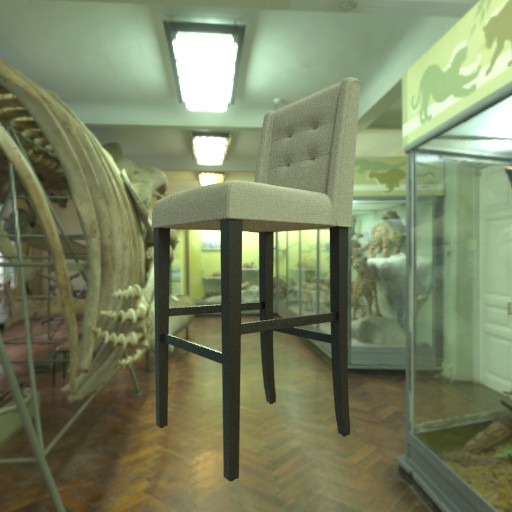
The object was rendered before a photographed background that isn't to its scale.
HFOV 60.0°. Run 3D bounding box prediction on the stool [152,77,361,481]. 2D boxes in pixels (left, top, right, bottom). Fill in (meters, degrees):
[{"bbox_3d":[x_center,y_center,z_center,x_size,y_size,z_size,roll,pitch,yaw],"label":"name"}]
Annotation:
[{"bbox_3d":[0.000,0.000,1.409,0.509,1.116,0.474,0,0,-36],"label":"stool"}]
